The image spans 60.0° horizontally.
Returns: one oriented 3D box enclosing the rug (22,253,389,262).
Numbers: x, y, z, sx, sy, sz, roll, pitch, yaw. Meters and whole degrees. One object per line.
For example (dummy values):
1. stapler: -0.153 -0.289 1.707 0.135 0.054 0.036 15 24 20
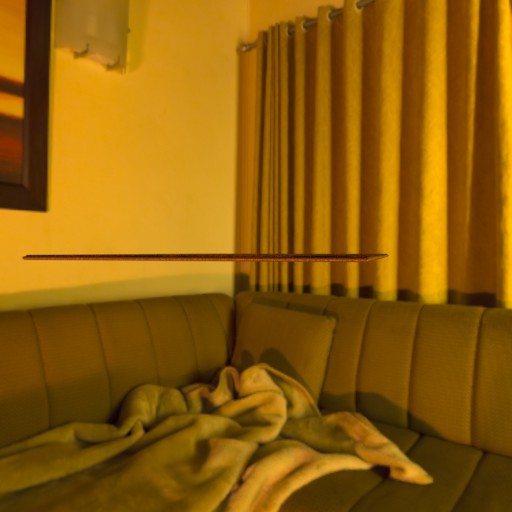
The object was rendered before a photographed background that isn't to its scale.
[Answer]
1. rug: 0.000 0.000 2.875 1.588 0.024 2.204 0 1 18
